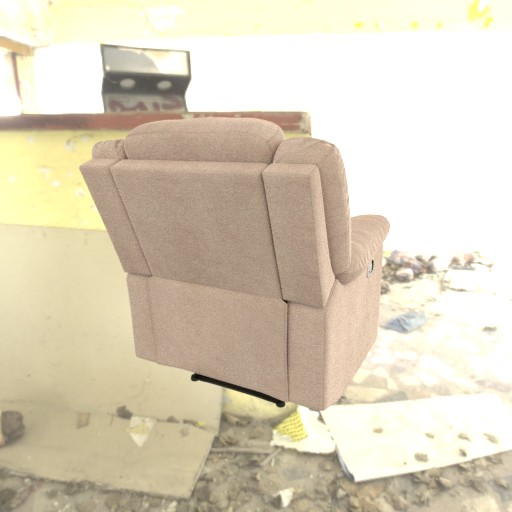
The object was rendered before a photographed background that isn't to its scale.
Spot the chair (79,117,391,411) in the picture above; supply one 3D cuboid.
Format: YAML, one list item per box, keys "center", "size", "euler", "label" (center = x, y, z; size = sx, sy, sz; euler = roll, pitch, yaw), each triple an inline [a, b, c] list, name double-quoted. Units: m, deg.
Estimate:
- center: [0.000, 0.000, 1.728]
  size: [0.899, 1.008, 0.944]
  euler: [8, 17, 27]
  label: "chair"
